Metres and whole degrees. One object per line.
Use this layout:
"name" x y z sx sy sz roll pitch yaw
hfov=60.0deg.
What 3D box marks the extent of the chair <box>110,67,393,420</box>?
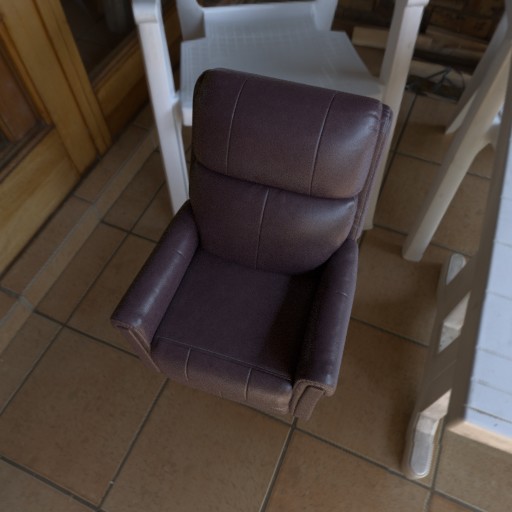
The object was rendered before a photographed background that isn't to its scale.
"chair" 0.000 0.000 1.797 0.838 1.054 1.014 15 60 9
